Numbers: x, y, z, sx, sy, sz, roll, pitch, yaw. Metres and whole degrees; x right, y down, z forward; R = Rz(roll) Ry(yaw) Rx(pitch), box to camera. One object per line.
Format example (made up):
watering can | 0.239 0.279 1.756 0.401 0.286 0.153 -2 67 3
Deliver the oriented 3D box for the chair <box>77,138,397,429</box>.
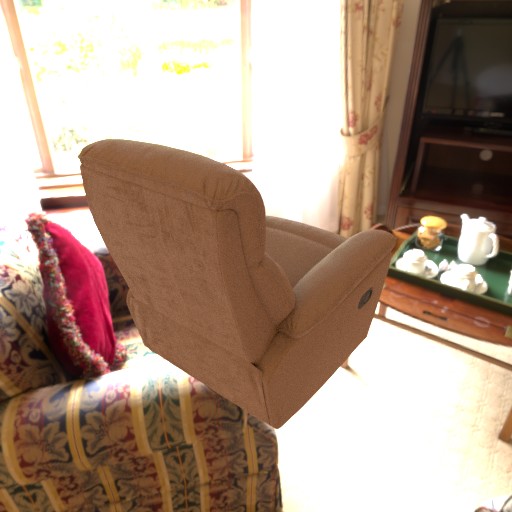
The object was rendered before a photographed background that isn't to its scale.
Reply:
chair | 0.000 0.000 1.714 0.820 1.037 1.004 21 36 32
